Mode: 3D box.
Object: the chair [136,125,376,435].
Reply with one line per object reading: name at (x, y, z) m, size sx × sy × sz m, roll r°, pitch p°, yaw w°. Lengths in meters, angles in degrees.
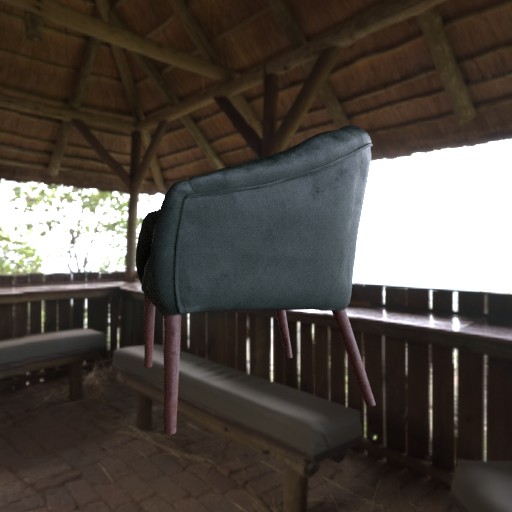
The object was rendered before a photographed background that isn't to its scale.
chair at (0.000, 0.000, 1.546) m, size 0.776 × 0.885 × 0.851 m, roll 0°, pitch 0°, yaw -18°
